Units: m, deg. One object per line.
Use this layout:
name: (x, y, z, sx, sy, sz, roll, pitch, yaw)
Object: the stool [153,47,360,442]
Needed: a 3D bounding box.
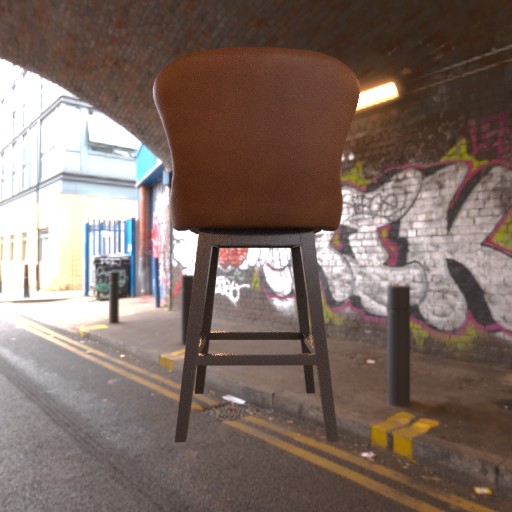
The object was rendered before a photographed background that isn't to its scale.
stool: (0.000, 0.000, 1.306, 0.528, 0.971, 0.593, 0, 0, -1)
